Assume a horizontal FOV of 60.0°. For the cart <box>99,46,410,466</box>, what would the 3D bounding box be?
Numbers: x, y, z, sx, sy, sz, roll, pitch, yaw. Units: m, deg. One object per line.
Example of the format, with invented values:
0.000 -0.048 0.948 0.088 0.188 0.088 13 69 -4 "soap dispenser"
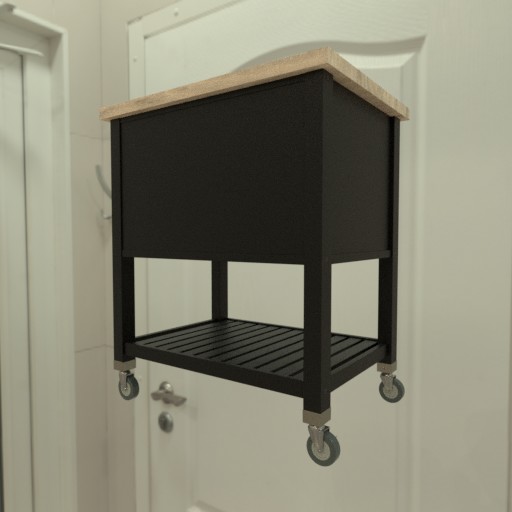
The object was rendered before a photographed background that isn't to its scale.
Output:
0.000 0.000 1.402 0.797 0.920 0.567 2 3 36 "cart"
